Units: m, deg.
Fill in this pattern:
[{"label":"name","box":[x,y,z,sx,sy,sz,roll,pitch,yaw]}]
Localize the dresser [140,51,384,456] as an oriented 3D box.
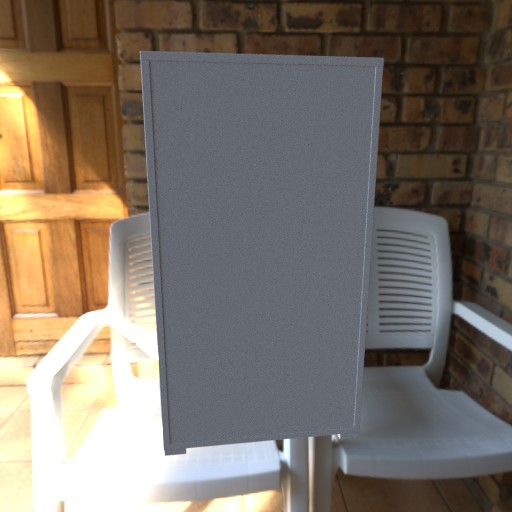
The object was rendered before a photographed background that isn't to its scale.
[{"label":"dresser","box":[0.000,0.000,1.501,0.650,1.190,0.400,-2,14,-8]}]
